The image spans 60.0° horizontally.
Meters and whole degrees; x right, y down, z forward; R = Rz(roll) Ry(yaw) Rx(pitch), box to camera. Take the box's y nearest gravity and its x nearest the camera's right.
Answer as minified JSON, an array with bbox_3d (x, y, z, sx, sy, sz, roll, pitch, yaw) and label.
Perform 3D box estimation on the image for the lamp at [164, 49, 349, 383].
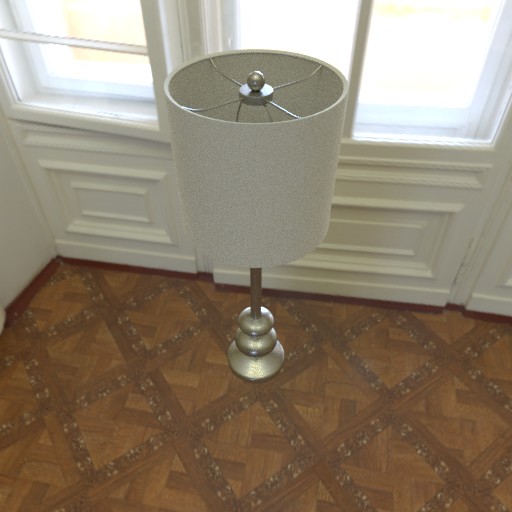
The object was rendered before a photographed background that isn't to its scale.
[{"bbox_3d":[0.000,0.000,0.841,0.254,0.690,0.254,-26,49,-25],"label":"lamp"}]
